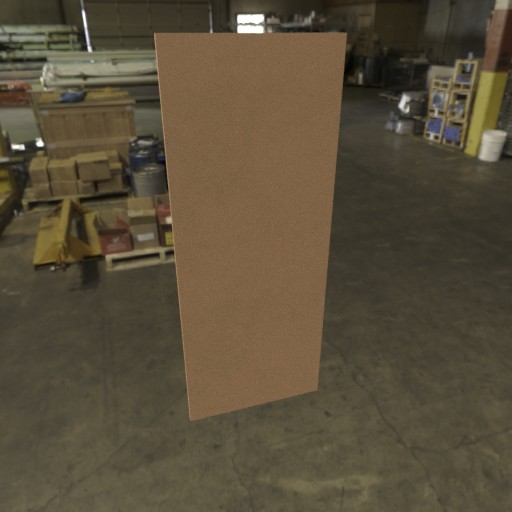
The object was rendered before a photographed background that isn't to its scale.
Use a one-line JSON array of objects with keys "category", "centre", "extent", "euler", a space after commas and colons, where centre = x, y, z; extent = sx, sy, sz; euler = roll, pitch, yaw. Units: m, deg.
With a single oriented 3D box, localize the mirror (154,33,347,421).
[{"category": "mirror", "centre": [0.000, 0.000, 2.259], "extent": [0.812, 2.031, 0.026], "euler": [-8, 28, -16]}]
